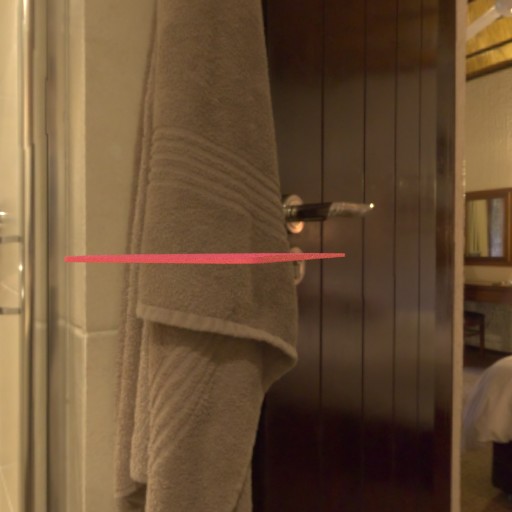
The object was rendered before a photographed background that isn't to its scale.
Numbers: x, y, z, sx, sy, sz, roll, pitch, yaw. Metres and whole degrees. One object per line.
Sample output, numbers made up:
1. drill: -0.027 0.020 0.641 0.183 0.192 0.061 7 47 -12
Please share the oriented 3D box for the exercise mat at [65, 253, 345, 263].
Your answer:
1. exercise mat: 0.000 0.000 2.084 0.616 0.021 1.884 0 1 18
